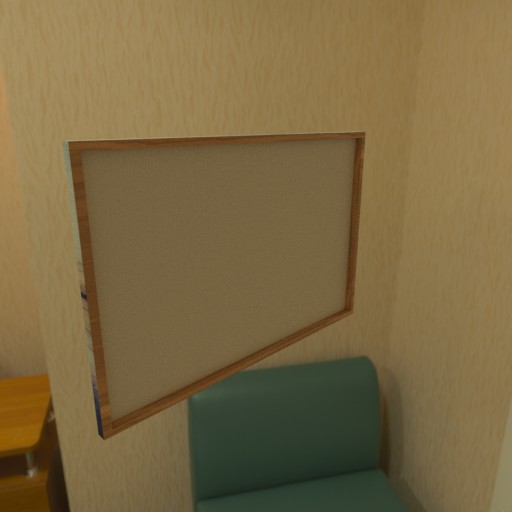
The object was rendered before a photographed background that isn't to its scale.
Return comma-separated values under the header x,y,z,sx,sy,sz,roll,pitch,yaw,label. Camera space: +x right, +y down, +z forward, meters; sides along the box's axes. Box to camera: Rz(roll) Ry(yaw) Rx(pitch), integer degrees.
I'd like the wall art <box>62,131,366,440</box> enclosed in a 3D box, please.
x,y,z,sx,sy,sz,roll,pitch,yaw,label
0.000,0.000,0.762,0.604,0.402,0.018,-16,23,-42,wall art
